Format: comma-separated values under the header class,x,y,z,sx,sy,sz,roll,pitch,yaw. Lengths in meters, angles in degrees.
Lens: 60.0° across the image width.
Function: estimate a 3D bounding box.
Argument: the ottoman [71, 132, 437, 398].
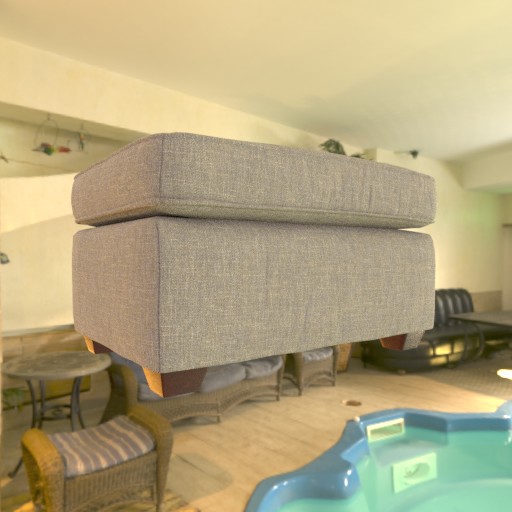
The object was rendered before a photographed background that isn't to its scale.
class,x,y,z,sx,sy,sz,roll,pitch,yaw
ottoman,0.000,0.000,1.085,0.762,0.457,0.559,0,0,-36
